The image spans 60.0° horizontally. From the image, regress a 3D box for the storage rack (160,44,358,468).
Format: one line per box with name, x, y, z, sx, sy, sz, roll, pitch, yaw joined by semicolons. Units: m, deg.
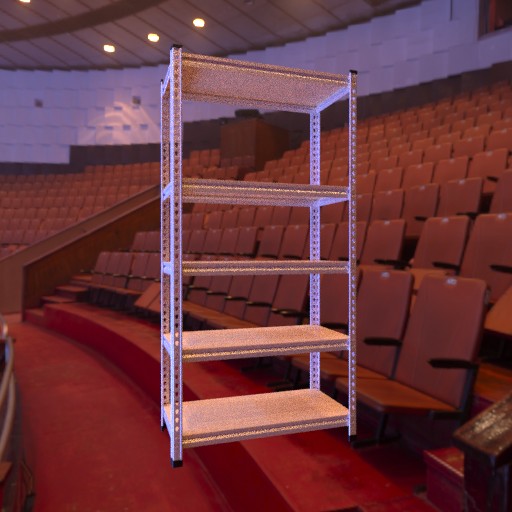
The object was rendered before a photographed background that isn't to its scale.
storage rack;0.000;0.000;2.267;0.914;1.829;0.457;0;0;-18
